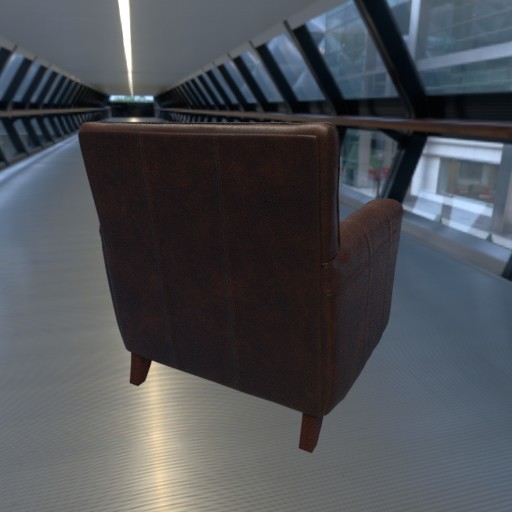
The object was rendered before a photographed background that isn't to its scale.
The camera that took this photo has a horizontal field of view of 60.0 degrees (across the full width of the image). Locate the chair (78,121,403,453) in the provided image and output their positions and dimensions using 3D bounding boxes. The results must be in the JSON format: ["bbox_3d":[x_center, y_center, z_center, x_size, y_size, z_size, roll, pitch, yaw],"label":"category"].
[{"bbox_3d":[0.000,0.000,1.617,0.870,0.943,0.823,10,20,28],"label":"chair"}]
